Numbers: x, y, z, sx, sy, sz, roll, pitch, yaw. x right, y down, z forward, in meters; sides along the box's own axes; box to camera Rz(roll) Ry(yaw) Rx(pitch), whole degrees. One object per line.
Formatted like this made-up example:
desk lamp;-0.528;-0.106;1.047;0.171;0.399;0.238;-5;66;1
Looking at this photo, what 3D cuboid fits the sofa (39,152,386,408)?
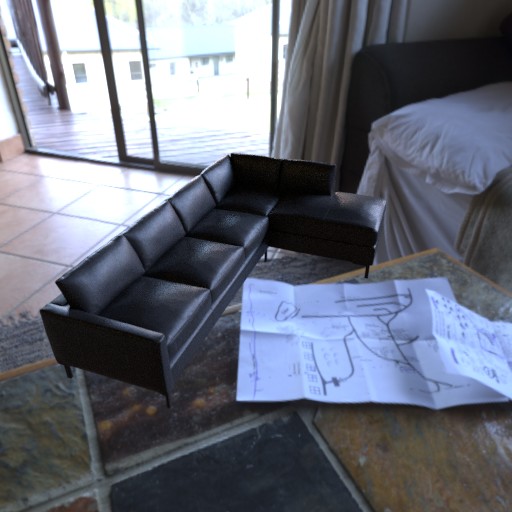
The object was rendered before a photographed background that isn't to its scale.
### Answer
sofa;0.000;0.000;3.899;1.938;0.877;2.984;11;32;17
